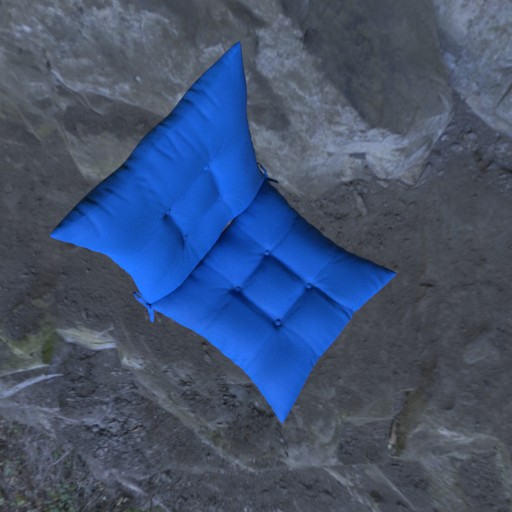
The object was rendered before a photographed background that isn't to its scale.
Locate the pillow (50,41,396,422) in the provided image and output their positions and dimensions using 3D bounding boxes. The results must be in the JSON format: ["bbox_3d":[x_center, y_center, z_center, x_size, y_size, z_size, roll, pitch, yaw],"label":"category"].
[{"bbox_3d":[0.000,0.000,1.007,0.585,0.536,0.541,38,78,10],"label":"pillow"}]
